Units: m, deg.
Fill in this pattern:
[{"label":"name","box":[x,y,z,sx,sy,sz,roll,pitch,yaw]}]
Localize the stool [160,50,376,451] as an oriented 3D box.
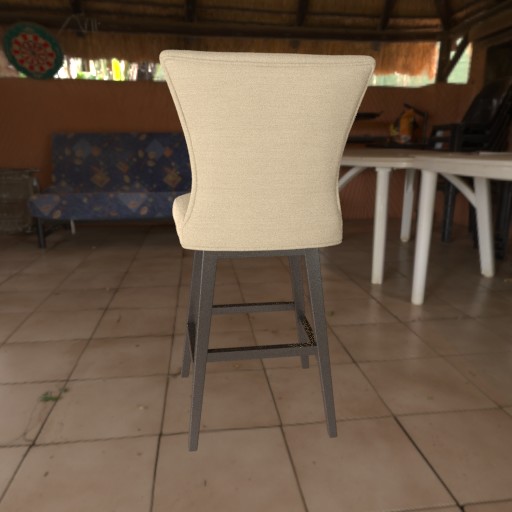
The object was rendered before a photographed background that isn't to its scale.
[{"label":"stool","box":[0.000,0.000,1.378,0.514,1.086,0.574,-2,14,-8]}]
